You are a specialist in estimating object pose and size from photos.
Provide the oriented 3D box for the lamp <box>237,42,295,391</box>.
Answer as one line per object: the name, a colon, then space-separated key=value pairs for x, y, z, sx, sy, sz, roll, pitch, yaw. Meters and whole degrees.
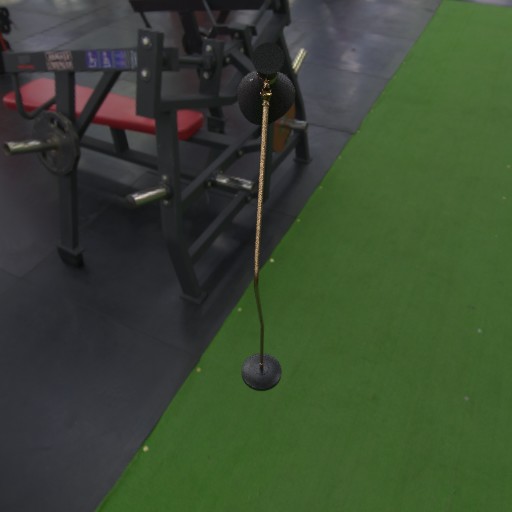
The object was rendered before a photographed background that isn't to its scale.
lamp: x=0.000 y=0.000 z=1.596 sx=0.277 sy=1.438 sz=0.467 roll=21 pitch=48 yaw=20
